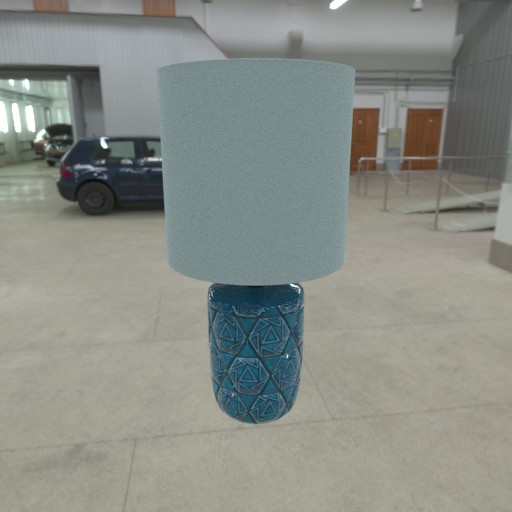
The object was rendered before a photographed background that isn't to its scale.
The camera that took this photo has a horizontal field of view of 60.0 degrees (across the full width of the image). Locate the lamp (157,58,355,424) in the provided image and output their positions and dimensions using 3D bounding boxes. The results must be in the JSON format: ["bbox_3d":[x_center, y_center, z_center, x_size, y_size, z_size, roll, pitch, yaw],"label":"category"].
[{"bbox_3d":[0.000,0.000,0.491,0.193,0.377,0.193,-15,22,-42],"label":"lamp"}]
